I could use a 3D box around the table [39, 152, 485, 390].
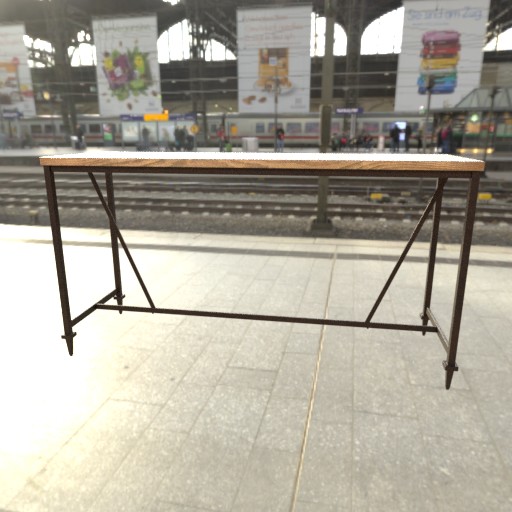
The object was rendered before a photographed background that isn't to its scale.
[{"bbox_3d":[0.000,0.000,2.040,1.700,0.902,0.551,3,16,9],"label":"table"}]
